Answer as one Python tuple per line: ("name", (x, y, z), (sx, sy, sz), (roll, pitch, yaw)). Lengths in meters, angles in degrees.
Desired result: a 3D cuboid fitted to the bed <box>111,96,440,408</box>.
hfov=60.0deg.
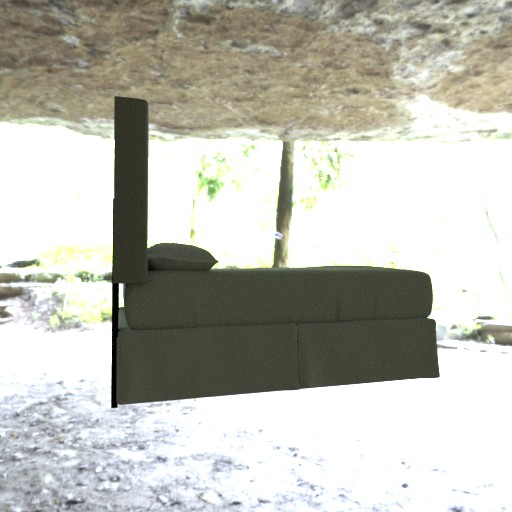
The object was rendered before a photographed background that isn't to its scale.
("bed", (0.000, 0.000, 3.388), (2.066, 1.665, 1.719), (0, -1, -17))
